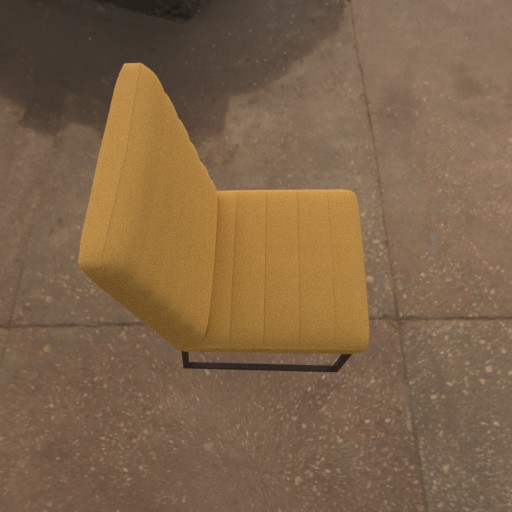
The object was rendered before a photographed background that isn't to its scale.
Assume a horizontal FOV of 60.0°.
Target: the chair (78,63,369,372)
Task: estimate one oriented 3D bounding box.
[{"bbox_3d":[0.000,0.000,1.279,0.634,0.930,0.520,1,64,1],"label":"chair"}]
